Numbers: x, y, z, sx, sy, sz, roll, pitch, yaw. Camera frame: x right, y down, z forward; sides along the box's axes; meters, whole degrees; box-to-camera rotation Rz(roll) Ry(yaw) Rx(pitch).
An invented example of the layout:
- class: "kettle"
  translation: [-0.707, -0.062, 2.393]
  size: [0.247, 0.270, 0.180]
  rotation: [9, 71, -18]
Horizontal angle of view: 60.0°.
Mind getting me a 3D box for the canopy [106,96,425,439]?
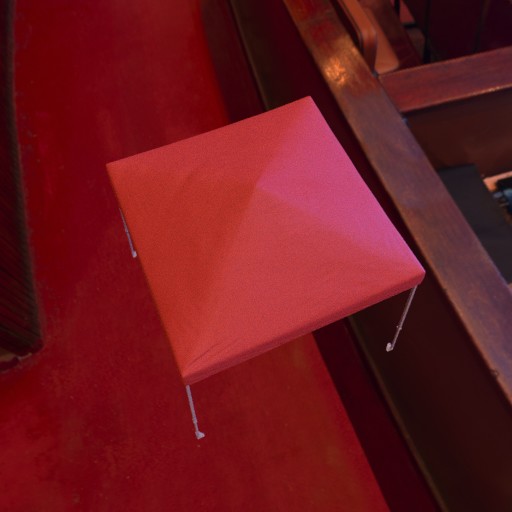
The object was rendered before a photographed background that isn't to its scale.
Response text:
- class: "canopy"
  translation: [0.000, 0.000, 6.443]
  size: [3.600, 3.600, 3.599]
  rotation: [-22, 66, -10]
